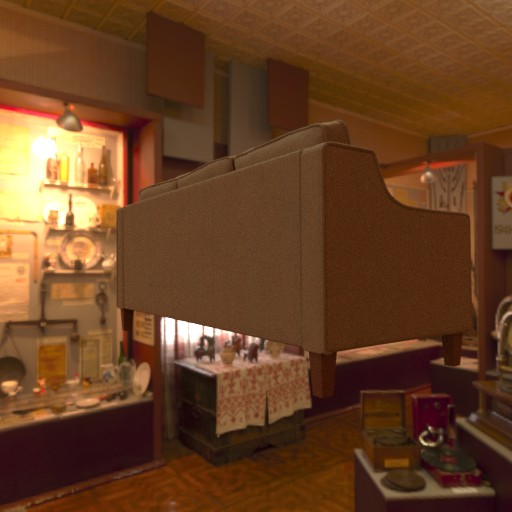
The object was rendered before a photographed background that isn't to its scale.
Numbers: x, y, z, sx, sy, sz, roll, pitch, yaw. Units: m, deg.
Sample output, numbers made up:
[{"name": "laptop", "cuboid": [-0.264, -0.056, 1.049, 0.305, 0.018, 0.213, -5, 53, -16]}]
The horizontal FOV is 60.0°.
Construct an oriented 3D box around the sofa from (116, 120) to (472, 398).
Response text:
[{"name": "sofa", "cuboid": [0.000, 0.000, 2.466, 0.911, 0.974, 1.986, 1, -2, -36]}]
